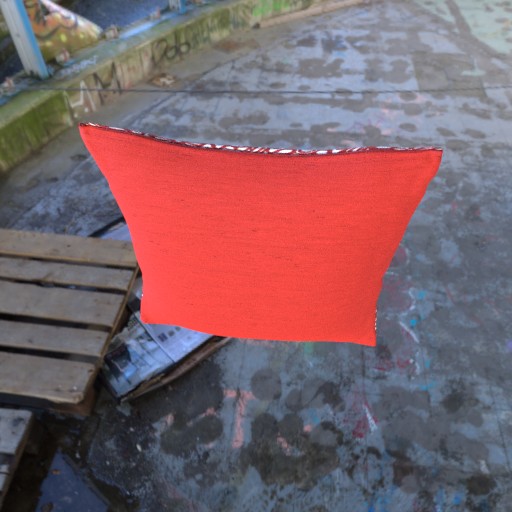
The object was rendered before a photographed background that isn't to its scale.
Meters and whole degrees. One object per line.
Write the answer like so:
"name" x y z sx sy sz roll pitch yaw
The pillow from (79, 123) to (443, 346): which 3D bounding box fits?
"pillow" 0.000 0.000 0.675 0.438 0.419 0.162 5 48 5
